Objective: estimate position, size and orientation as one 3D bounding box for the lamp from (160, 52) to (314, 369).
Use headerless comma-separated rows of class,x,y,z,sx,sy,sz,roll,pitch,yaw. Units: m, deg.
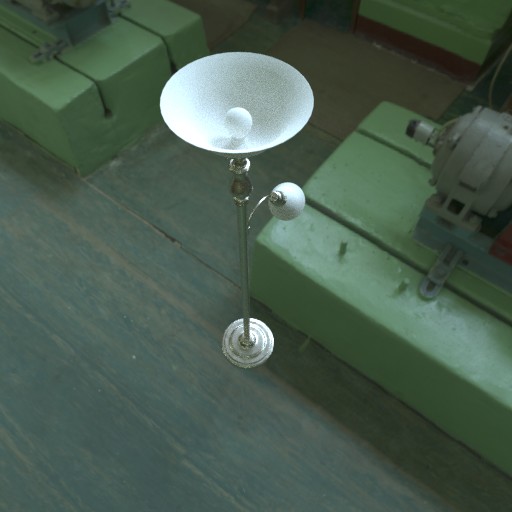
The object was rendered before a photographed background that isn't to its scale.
lamp,0.000,0.000,1.964,0.405,1.785,0.575,32,63,19
